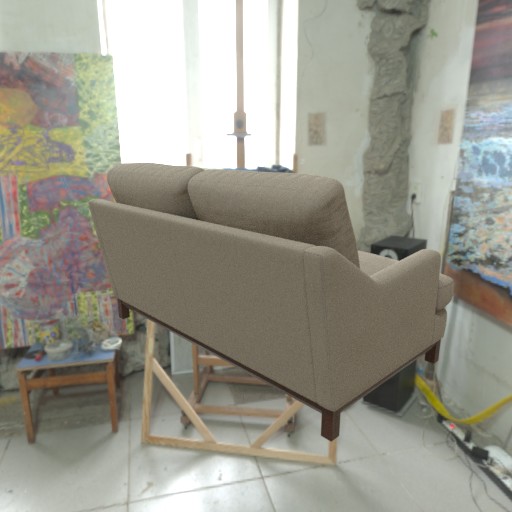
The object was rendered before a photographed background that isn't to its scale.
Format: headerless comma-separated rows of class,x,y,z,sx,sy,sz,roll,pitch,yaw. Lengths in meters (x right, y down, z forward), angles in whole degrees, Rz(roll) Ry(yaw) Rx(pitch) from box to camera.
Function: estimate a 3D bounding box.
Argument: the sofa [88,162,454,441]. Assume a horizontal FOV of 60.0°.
sofa,0.000,0.000,2.232,1.004,0.910,1.619,-14,20,-42
